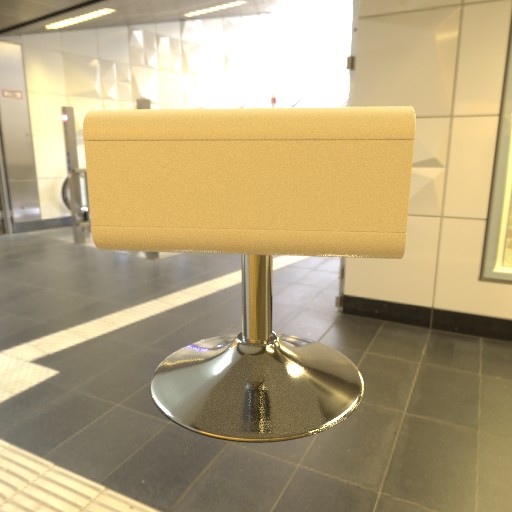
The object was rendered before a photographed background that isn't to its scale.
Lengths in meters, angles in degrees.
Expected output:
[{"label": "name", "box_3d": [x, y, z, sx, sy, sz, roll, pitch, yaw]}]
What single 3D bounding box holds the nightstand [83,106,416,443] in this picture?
[{"label": "nightstand", "box_3d": [0.000, 0.000, 0.749, 0.404, 0.447, 0.399, 2, 13, 7]}]
